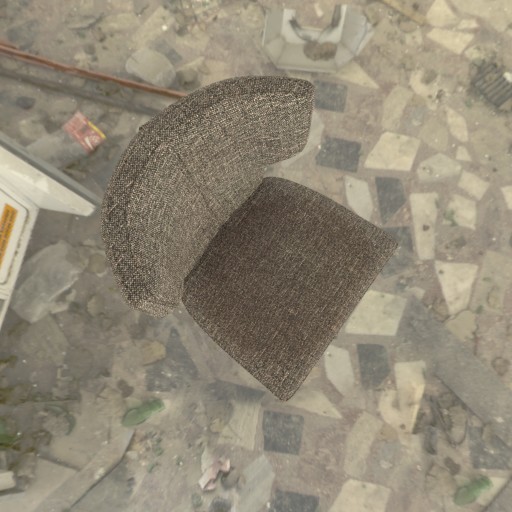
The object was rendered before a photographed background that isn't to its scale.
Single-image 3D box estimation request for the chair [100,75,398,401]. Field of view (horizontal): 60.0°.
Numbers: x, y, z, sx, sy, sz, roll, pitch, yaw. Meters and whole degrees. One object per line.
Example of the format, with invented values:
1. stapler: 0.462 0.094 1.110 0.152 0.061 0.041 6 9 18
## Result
1. chair: 0.000 0.000 1.265 0.617 0.824 0.611 36 78 9
